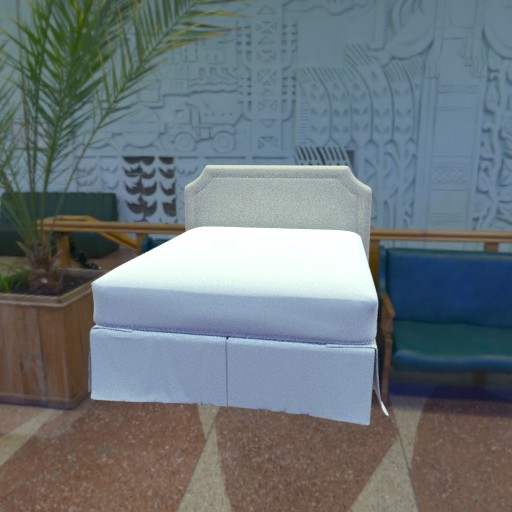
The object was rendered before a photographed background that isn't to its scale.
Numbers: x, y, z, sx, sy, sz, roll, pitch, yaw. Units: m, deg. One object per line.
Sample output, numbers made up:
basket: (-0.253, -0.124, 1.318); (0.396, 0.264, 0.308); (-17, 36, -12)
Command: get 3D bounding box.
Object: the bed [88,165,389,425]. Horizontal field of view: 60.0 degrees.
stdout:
bed: (0.000, 0.000, 3.363); (1.827, 1.296, 2.209); (2, 13, 10)
